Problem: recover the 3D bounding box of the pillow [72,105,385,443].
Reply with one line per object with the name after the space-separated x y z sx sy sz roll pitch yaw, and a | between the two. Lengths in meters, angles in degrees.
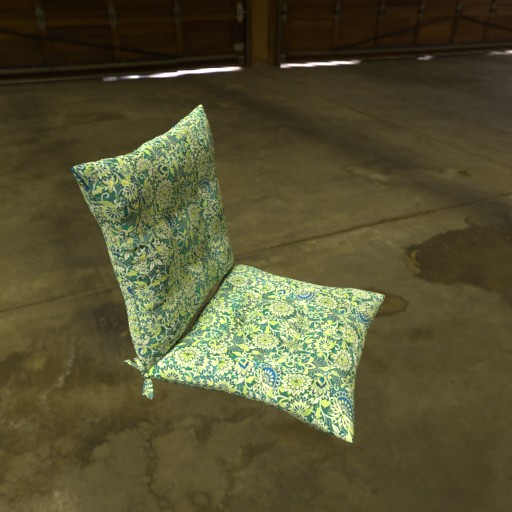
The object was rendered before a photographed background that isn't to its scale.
0.000 0.000 1.019 0.585 0.536 0.541 11 33 17 | pillow
